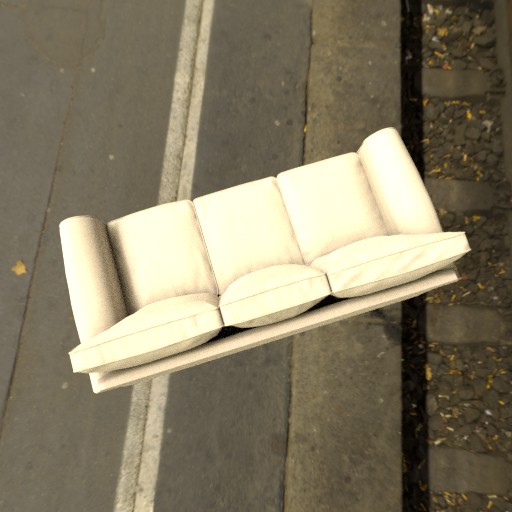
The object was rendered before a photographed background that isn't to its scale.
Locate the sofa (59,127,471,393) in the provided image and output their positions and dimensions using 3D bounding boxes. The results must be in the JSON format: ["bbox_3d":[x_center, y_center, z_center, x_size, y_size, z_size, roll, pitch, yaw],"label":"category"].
[{"bbox_3d":[0.000,0.000,2.653,2.118,0.889,0.998,-17,77,-4],"label":"sofa"}]
